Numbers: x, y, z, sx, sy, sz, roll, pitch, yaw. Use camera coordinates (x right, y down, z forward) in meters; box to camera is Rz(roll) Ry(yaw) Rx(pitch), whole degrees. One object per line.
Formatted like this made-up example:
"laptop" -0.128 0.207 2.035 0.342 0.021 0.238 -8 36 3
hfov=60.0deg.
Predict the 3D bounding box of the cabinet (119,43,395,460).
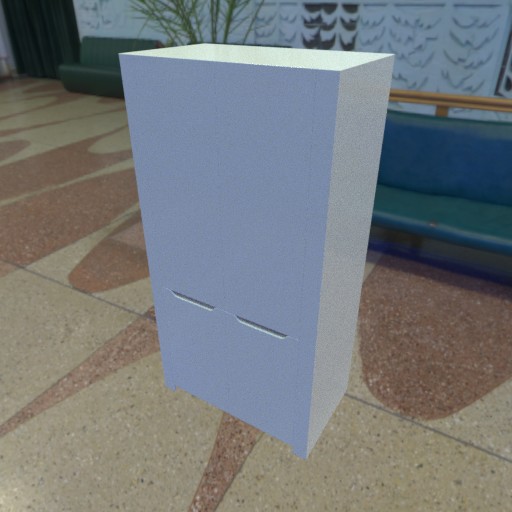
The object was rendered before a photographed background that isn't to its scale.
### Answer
"cabinet" 0.000 0.000 2.303 0.980 1.920 0.580 17 34 27
